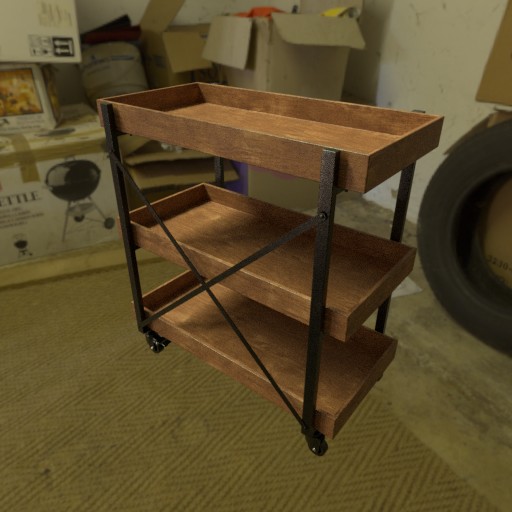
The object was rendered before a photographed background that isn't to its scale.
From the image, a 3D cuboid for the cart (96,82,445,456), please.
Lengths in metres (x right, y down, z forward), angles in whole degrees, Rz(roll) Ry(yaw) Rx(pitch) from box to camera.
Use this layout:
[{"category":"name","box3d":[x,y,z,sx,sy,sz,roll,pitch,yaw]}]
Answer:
[{"category":"cart","box3d":[0.000,0.000,1.233,0.750,0.800,0.411,22,36,33]}]
